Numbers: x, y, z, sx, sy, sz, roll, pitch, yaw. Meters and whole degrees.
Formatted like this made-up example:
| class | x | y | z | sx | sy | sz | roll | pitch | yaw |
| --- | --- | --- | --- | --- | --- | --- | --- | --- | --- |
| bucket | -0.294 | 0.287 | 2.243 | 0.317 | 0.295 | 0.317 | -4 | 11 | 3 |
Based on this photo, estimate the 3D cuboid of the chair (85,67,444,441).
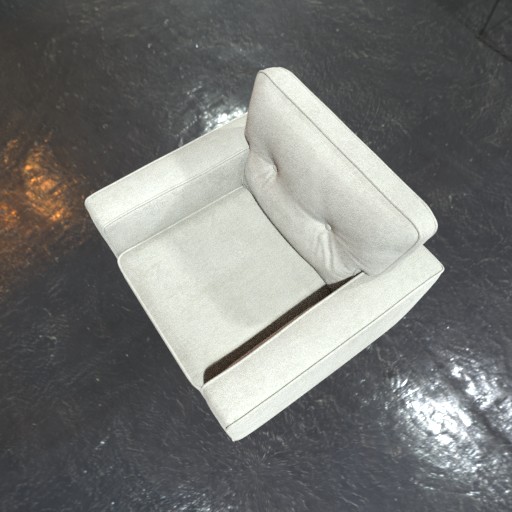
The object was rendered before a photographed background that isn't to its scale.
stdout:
| class | x | y | z | sx | sy | sz | roll | pitch | yaw |
| --- | --- | --- | --- | --- | --- | --- | --- | --- | --- |
| chair | 0.000 | 0.000 | 1.750 | 0.939 | 0.965 | 1.015 | -32 | 68 | -14 |
